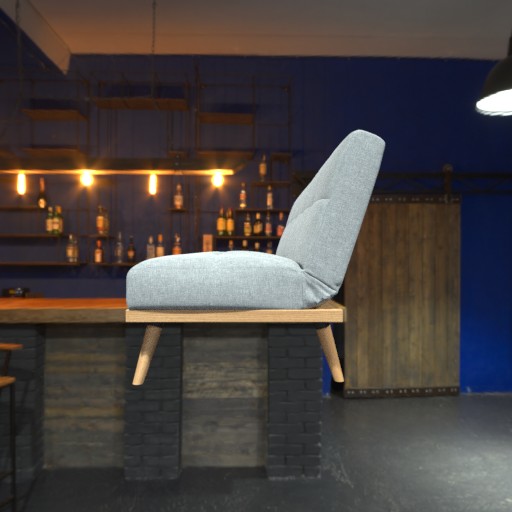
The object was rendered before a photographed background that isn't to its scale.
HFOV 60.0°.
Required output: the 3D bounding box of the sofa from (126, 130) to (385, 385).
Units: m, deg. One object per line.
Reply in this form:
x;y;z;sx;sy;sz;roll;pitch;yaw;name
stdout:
0.000;0.000;2.240;0.800;0.800;1.820;0;0;0;sofa
